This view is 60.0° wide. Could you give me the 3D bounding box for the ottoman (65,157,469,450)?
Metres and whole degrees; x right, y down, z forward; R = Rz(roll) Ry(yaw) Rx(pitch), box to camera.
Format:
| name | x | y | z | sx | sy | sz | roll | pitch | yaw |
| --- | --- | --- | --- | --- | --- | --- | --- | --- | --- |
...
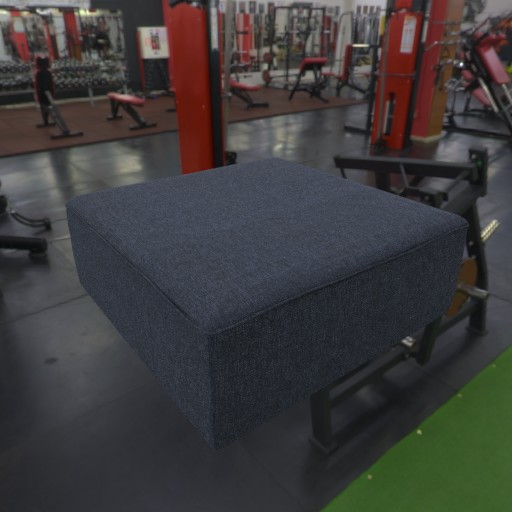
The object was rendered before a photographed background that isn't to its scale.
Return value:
| name | x | y | z | sx | sy | sz | roll | pitch | yaw |
| --- | --- | --- | --- | --- | --- | --- | --- | --- | --- |
| ottoman | 0.000 | 0.000 | 1.594 | 1.023 | 0.423 | 1.017 | -19 | 32 | -32 |
